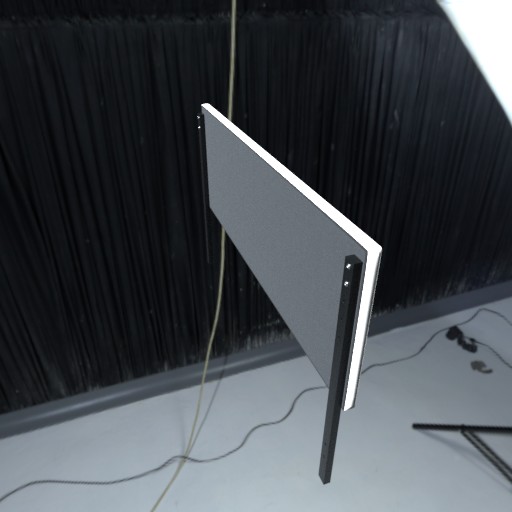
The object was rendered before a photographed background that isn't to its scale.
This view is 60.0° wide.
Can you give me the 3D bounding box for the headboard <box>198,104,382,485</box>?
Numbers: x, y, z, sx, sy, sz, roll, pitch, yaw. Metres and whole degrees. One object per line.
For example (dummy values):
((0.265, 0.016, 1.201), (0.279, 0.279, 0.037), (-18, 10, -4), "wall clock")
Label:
((0.000, 0.000, 2.849), (0.120, 1.410, 2.362), (-11, 33, -17), "headboard")
